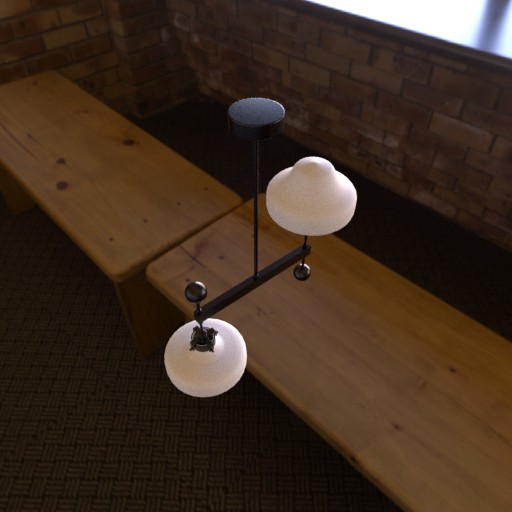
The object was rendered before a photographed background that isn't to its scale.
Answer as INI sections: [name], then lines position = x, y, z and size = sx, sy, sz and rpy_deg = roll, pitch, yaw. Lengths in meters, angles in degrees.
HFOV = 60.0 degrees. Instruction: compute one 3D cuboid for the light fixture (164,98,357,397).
[light fixture]
position = 0.000, 0.000, 1.058
size = 0.422, 0.743, 0.489
rpy_deg = 10, 47, 9
